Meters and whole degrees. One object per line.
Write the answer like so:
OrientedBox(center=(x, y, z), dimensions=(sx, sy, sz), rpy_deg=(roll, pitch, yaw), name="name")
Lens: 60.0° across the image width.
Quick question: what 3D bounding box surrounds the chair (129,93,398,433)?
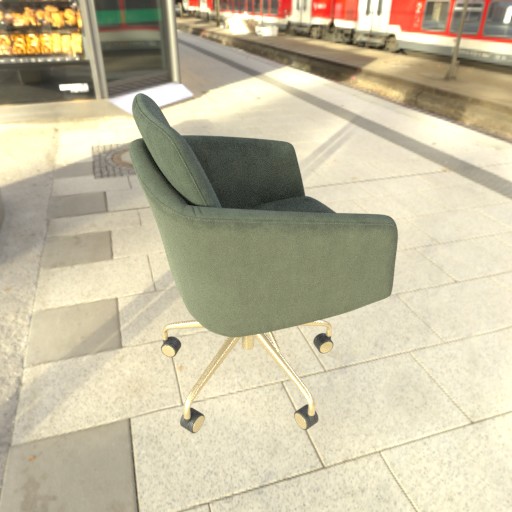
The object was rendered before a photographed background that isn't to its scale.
OrientedBox(center=(0.000, 0.000, 1.330), dimensions=(0.635, 0.908, 0.641), rpy_deg=(-10, 32, -17), name="chair")
